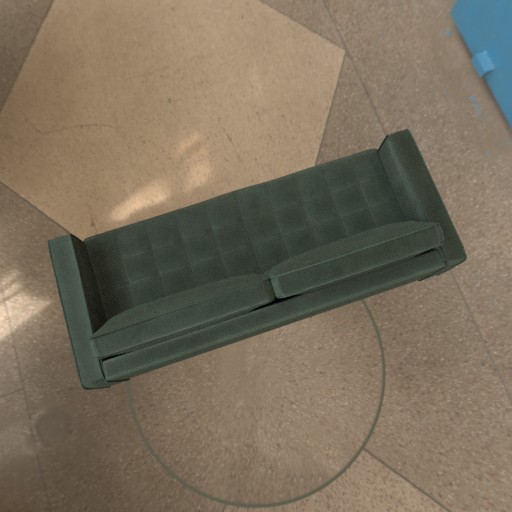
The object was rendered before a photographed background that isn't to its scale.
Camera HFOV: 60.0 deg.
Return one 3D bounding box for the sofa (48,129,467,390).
[{"bbox_3d":[0.000,0.000,2.639,2.214,0.781,0.886,-18,77,-4],"label":"sofa"}]
